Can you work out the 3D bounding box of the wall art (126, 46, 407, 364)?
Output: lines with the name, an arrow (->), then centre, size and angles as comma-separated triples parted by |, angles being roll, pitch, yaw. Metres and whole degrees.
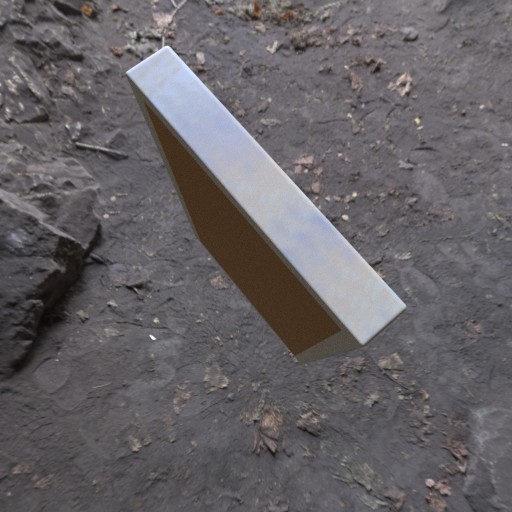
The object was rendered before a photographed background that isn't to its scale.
wall art -> 0.000, 0.000, 0.479 | 0.039, 0.380, 0.251 | -38, 78, -10
